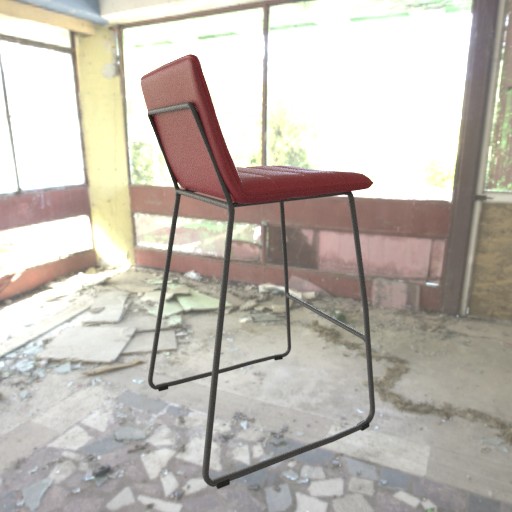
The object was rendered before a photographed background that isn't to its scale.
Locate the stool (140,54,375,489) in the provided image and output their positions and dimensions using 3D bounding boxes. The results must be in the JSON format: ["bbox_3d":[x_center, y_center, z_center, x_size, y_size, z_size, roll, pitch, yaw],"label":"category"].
[{"bbox_3d":[0.000,0.000,1.211,0.524,0.937,0.489,-8,17,-27],"label":"stool"}]
